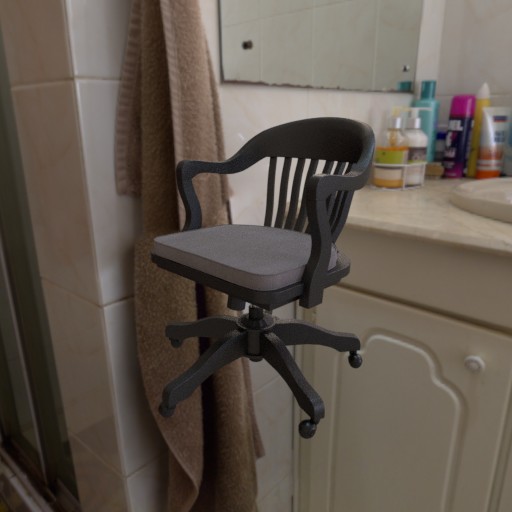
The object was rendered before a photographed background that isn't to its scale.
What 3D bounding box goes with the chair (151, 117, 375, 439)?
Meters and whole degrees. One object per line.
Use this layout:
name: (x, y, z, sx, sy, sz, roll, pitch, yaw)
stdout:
chair: (0.000, 0.000, 1.470, 0.750, 0.878, 0.788, 16, 24, 42)
